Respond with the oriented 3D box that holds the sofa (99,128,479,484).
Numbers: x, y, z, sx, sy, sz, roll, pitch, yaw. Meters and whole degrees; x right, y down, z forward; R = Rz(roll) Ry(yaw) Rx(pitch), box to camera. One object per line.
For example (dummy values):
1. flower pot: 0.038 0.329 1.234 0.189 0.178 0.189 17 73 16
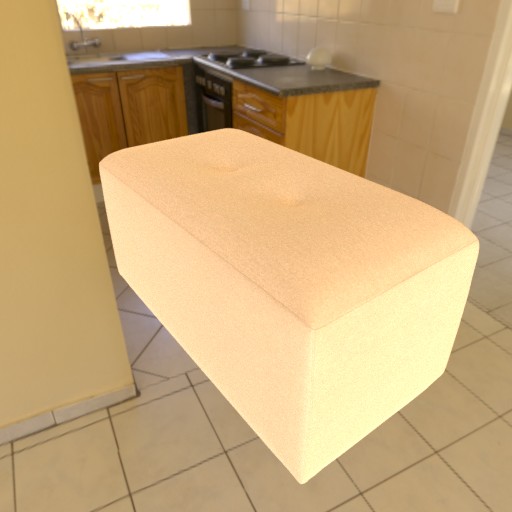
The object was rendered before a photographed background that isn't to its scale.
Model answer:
1. sofa: 0.000 0.000 1.174 0.480 0.470 0.930 -21 38 -31
